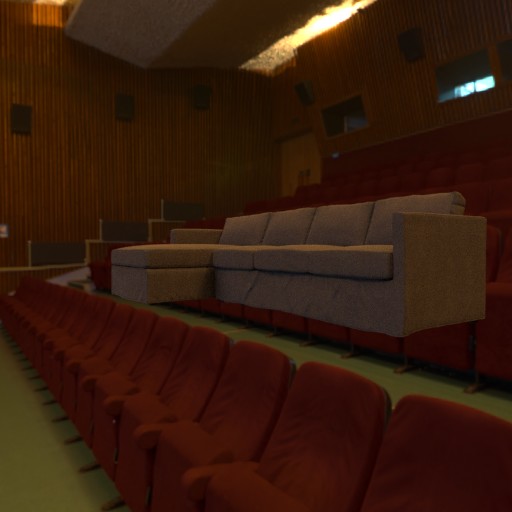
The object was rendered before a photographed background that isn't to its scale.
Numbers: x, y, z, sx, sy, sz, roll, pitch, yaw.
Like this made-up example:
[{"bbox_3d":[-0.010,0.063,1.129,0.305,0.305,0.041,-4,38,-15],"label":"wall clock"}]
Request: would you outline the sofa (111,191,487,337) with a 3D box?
[{"bbox_3d":[0.000,0.000,3.872,1.650,0.922,3.205,-1,1,-35],"label":"sofa"}]
